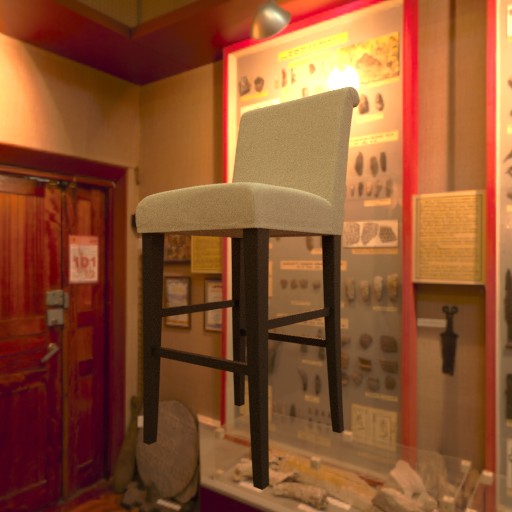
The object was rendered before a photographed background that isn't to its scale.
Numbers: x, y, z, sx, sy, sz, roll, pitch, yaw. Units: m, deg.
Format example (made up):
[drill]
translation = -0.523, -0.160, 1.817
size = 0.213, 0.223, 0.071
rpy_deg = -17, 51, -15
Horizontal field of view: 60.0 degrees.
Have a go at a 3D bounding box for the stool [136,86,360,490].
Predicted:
[stool]
translation = 0.000, 0.000, 1.411
size = 0.452, 1.124, 0.597
rpy_deg = 0, 0, 37
